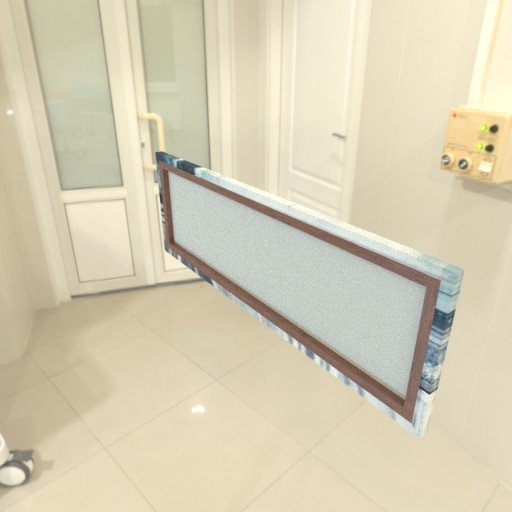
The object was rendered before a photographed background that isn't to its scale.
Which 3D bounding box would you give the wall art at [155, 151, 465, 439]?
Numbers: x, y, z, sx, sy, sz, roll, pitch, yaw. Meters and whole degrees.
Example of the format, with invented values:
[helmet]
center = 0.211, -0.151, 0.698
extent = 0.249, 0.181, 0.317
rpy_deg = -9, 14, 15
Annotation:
[wall art]
center = 0.000, 0.000, 1.650
extent = 0.037, 0.509, 1.524
rpy_deg = -18, 31, -33
